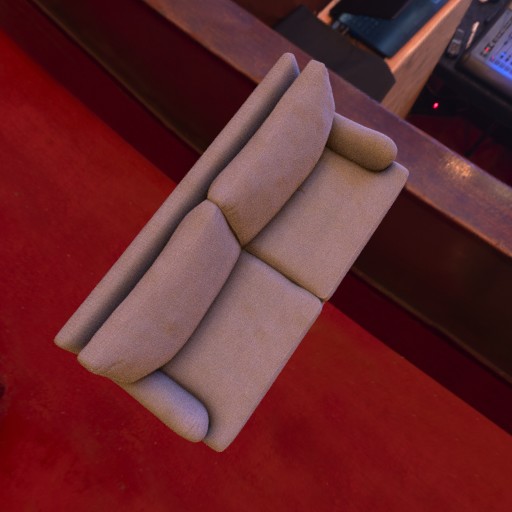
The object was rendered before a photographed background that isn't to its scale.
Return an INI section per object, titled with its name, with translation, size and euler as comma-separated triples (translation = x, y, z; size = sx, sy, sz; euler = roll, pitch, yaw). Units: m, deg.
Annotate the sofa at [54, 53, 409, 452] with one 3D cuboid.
[sofa]
translation = 0.000, 0.000, 2.812
size = 1.069, 1.096, 2.193
euler = 34, 78, 8
